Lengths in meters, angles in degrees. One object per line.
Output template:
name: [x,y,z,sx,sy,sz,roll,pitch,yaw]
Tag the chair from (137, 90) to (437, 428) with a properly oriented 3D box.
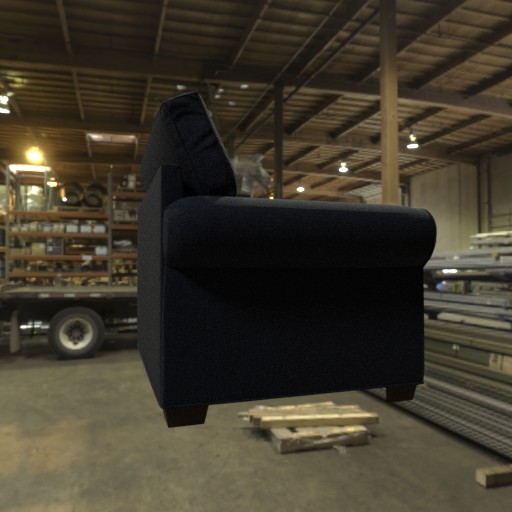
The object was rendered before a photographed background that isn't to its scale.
chair: [0.000,0.000,1.971,0.963,1.044,1.285,0,-1,-18]
